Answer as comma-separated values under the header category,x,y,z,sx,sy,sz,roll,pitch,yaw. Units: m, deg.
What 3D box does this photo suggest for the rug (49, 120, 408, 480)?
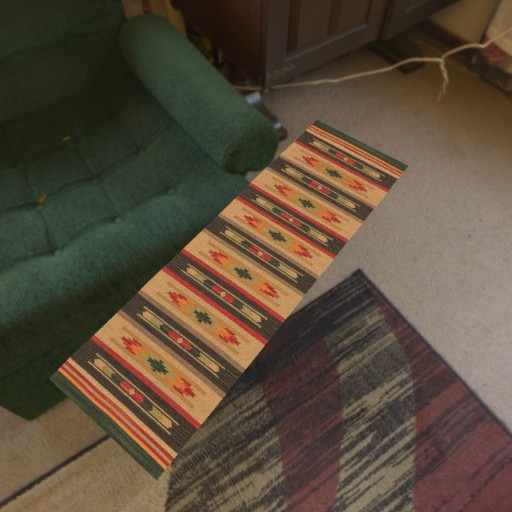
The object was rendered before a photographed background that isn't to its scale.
category,x,y,z,sx,sy,sz,roll,pitch,yaw
rug,0.000,0.000,2.633,0.760,0.009,2.440,33,63,19
